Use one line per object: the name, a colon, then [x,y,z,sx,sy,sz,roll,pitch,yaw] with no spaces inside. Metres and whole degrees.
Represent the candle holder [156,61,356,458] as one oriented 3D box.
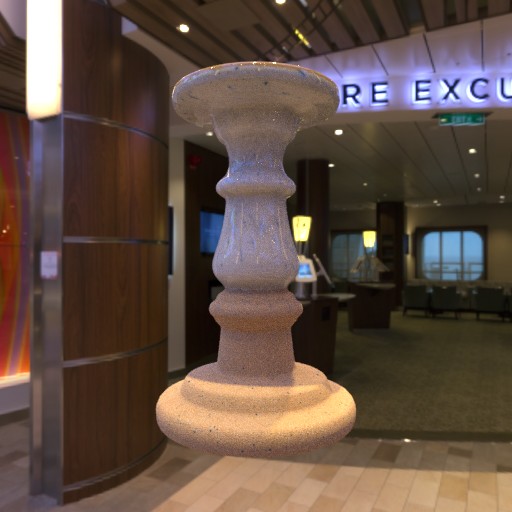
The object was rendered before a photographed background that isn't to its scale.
candle holder: [0.000,0.000,0.279,0.123,0.202,0.123,0,0,0]
